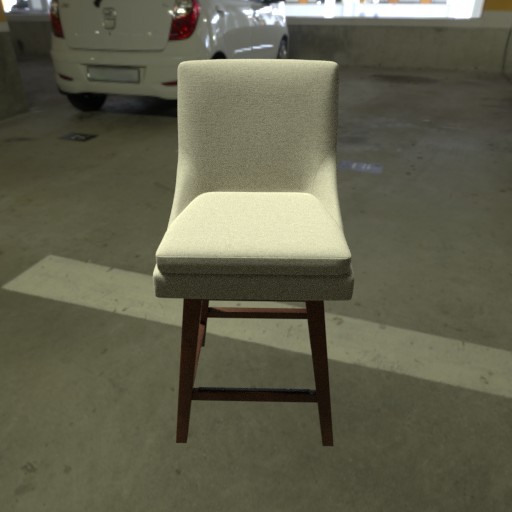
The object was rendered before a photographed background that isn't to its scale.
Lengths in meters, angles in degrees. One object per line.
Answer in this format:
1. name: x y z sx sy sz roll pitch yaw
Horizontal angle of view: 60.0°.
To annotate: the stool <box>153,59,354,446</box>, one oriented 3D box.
1. stool: 0.000 0.000 1.282 0.469 0.991 0.559 1 30 1
